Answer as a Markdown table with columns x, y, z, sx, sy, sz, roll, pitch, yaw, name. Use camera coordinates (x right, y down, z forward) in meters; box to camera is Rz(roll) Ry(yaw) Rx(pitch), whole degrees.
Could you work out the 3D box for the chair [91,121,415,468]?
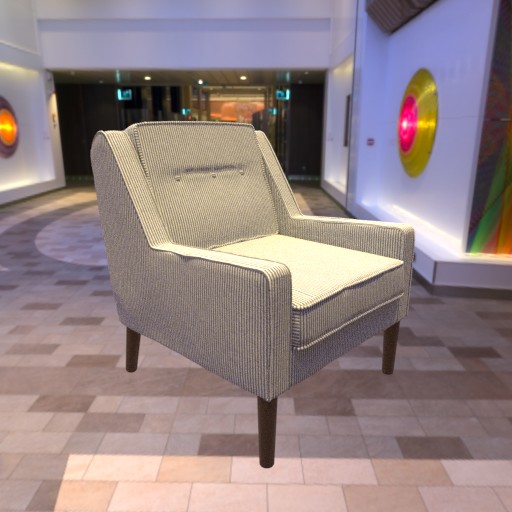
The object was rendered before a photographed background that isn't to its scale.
| x | y | z | sx | sy | sz | roll | pitch | yaw | name |
| --- | --- | --- | --- | --- | --- | --- | --- | --- | --- |
| 0.000 | 0.000 | 1.351 | 0.743 | 0.792 | 0.663 | 15 | 22 | 42 | chair |
